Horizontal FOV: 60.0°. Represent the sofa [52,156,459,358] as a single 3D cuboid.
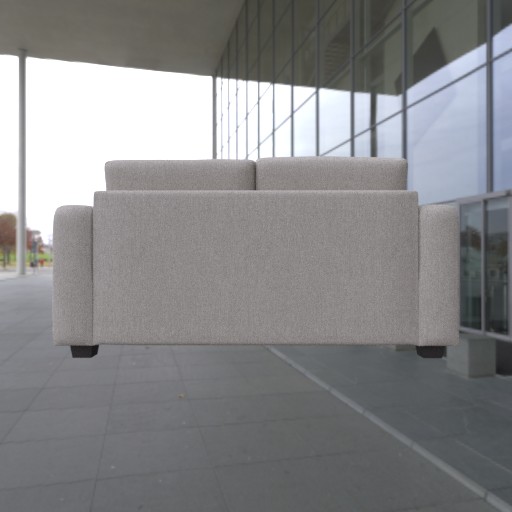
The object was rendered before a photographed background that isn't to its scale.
[{"bbox_3d":[0.000,0.000,2.084,1.540,0.800,0.900,0,0,0],"label":"sofa"}]
